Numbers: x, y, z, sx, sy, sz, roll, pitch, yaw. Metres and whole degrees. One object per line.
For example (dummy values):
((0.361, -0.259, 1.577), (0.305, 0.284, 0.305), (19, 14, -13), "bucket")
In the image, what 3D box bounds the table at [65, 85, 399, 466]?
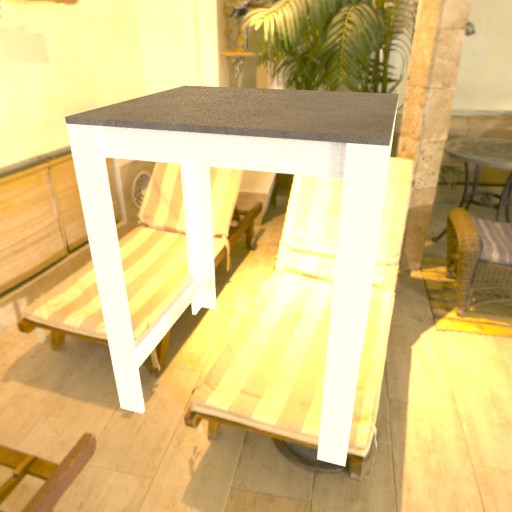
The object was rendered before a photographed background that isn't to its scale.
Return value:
((0.000, 0.000, 1.551), (0.800, 1.020, 0.700), (8, 29, 15), "table")
